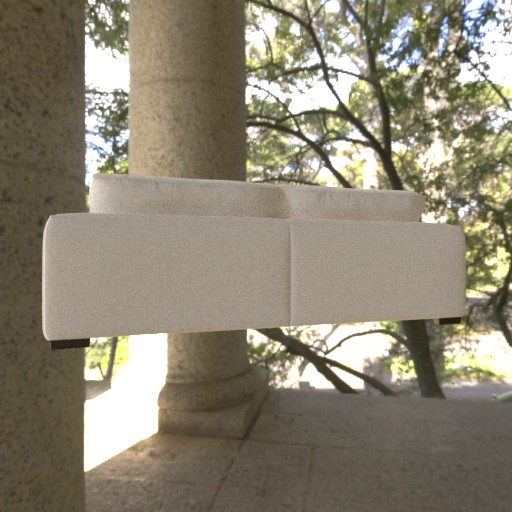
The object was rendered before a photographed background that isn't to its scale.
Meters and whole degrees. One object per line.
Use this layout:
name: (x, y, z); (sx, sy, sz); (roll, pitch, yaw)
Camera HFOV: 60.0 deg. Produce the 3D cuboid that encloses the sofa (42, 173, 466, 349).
sofa: (0.000, 0.000, 2.714); (2.262, 0.801, 1.070); (0, 0, -19)
